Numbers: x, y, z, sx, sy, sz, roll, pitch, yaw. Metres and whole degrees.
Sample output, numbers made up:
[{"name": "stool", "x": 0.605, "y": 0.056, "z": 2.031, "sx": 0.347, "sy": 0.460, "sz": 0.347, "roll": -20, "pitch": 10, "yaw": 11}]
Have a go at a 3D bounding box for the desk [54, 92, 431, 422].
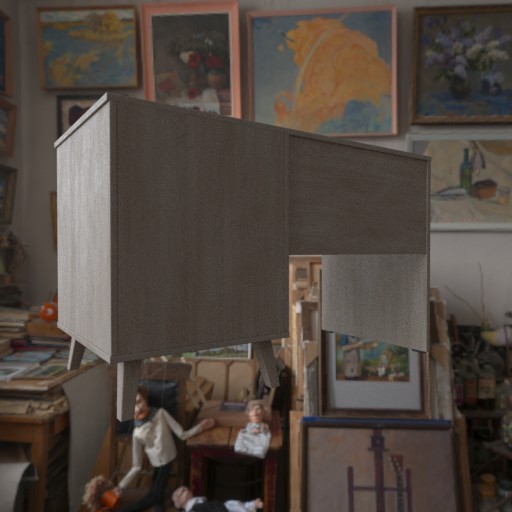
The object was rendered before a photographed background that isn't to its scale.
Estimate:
[{"name": "desk", "x": 0.000, "y": 0.000, "z": 1.622, "sx": 1.251, "sy": 0.770, "sz": 0.600, "roll": -1, "pitch": 1, "yaw": -35}]
